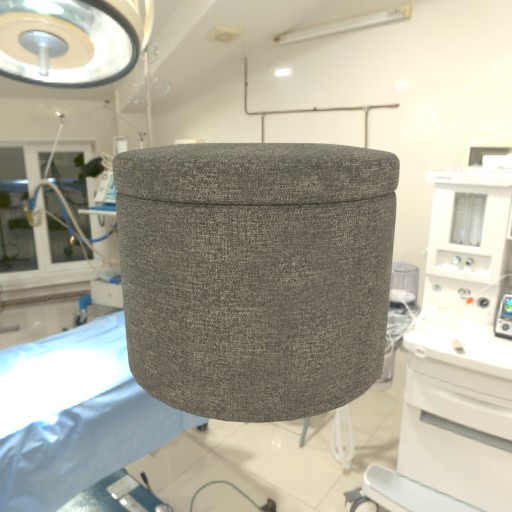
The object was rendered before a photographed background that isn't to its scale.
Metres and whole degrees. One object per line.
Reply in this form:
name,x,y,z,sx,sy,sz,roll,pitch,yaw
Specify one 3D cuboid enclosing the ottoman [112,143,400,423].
ottoman,0.000,0.000,0.849,0.500,0.419,0.500,0,15,0
